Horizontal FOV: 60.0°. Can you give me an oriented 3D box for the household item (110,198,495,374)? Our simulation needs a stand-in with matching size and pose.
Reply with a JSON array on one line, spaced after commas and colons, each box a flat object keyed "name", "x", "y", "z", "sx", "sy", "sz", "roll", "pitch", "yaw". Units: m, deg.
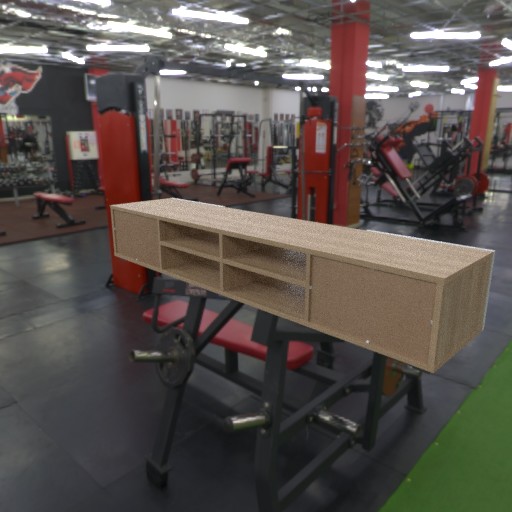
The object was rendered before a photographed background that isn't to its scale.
[{"name": "household item", "x": 0.000, "y": 0.000, "z": 2.016, "sx": 1.850, "sy": 0.310, "sz": 0.420, "roll": 14, "pitch": 21, "yaw": 42}]
